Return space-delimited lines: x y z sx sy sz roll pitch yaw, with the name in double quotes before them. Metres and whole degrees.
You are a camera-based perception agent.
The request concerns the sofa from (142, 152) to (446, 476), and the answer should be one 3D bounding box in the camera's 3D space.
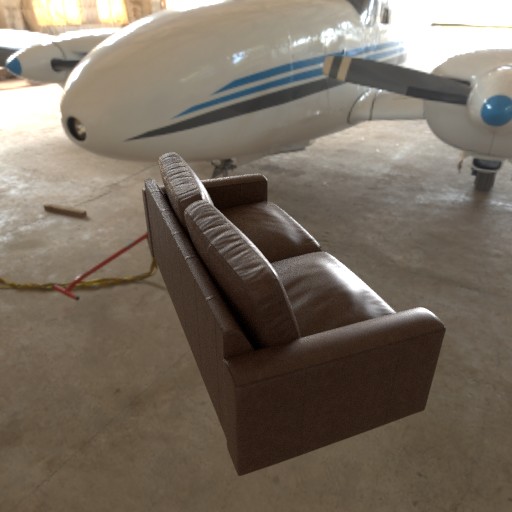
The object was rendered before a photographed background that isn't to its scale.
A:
"sofa" 0.000 0.000 2.708 1.016 0.873 2.179 -11 31 -19
